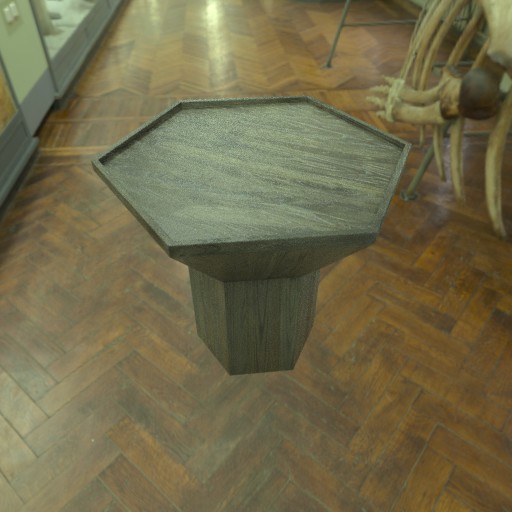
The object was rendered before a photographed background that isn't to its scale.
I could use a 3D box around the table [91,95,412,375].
[{"bbox_3d":[0.000,0.000,1.131,0.592,0.586,0.683,-25,47,-26],"label":"table"}]
